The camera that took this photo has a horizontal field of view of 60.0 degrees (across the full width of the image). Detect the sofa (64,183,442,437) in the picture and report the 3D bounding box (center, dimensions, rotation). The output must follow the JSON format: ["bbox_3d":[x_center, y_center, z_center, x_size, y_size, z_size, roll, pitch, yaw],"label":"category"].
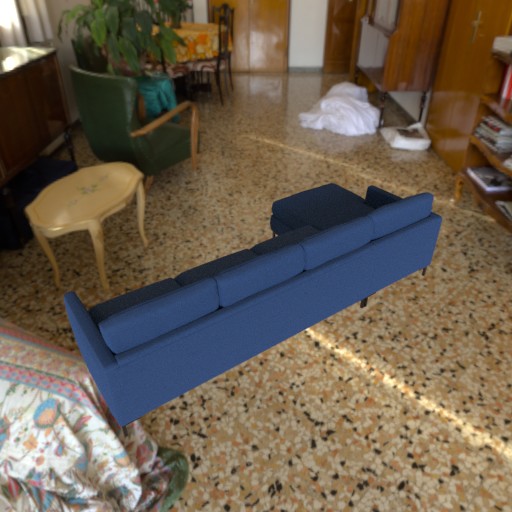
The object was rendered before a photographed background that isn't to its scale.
[{"bbox_3d":[0.000,0.000,2.966,2.450,0.679,1.128,-22,39,-29],"label":"sofa"}]
